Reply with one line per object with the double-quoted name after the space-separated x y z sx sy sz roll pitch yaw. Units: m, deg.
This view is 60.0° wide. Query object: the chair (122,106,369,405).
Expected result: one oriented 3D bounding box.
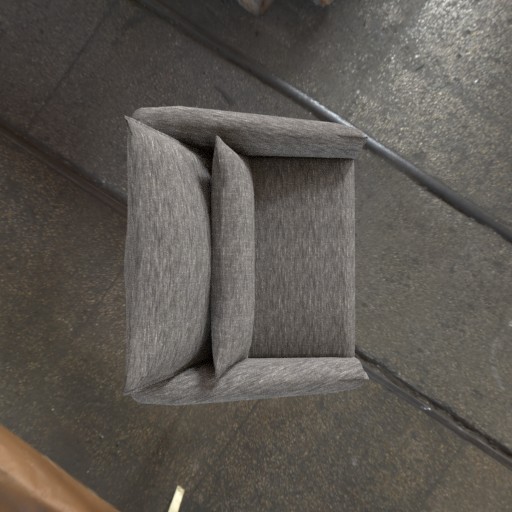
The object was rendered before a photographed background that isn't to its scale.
0.000 0.000 1.628 0.805 0.842 1.004 0 89 -1 "chair"
